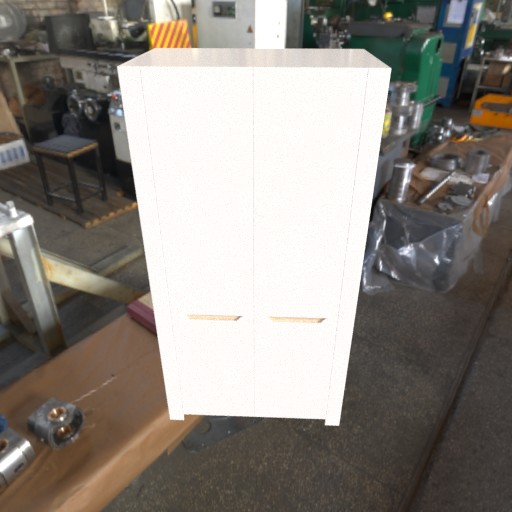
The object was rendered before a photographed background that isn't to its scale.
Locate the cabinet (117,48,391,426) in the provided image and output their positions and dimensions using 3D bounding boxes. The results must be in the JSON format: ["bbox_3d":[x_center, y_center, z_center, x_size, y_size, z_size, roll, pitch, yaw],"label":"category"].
[{"bbox_3d":[0.000,0.000,2.324,0.980,1.920,0.580,1,31,2],"label":"cabinet"}]
